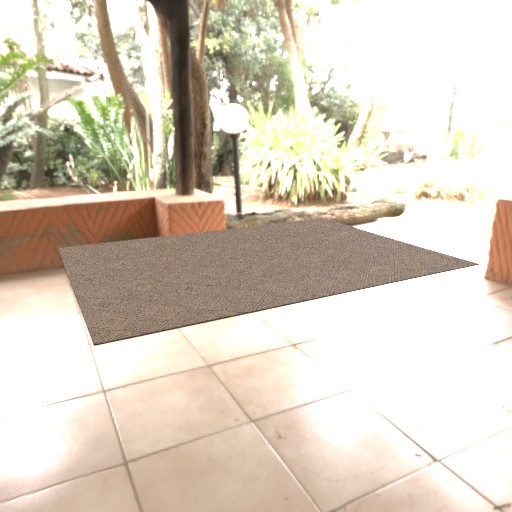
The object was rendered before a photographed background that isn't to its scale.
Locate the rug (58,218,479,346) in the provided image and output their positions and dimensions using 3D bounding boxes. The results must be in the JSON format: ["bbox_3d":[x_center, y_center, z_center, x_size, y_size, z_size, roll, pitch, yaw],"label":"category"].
[{"bbox_3d":[0.000,0.000,2.869,2.238,0.008,1.593,-8,18,-27],"label":"rug"}]
